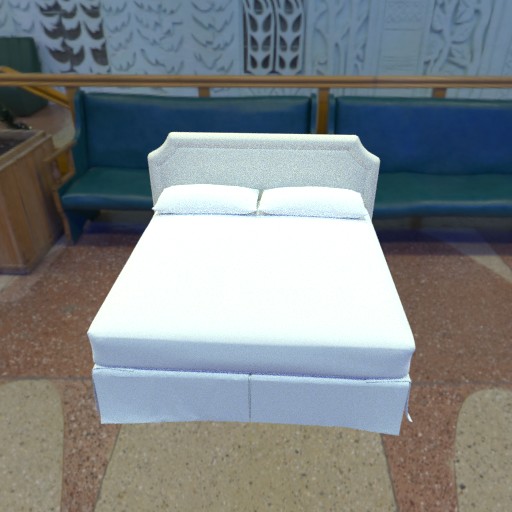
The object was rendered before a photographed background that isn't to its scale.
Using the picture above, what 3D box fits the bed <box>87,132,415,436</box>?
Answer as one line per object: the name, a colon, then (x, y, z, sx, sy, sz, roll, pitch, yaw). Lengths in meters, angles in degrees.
bed: (0.000, 0.000, 3.439, 2.160, 1.301, 2.204, 2, 31, 3)
